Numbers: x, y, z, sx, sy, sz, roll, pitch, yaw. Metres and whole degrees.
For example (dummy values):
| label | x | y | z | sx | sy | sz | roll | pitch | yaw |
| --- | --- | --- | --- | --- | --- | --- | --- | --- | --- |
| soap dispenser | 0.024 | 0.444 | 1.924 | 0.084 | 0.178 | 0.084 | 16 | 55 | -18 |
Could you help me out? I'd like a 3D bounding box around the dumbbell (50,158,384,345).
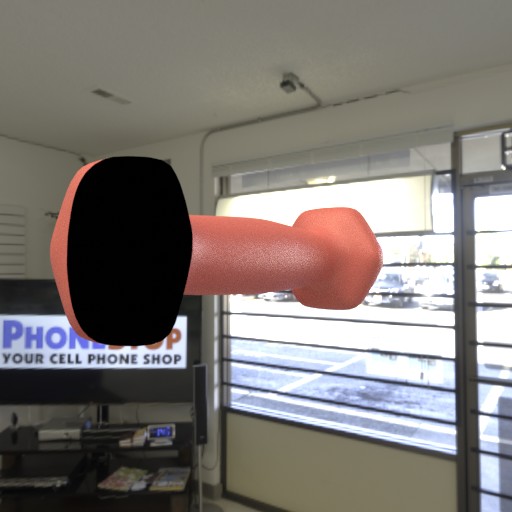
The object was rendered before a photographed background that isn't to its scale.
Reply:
| label | x | y | z | sx | sy | sz | roll | pitch | yaw |
| --- | --- | --- | --- | --- | --- | --- | --- | --- | --- |
| dumbbell | 0.000 | 0.000 | 0.145 | 0.047 | 0.043 | 0.123 | -1 | -2 | 36 |
